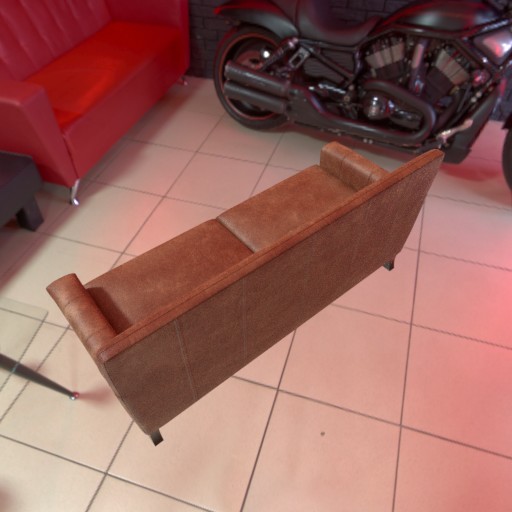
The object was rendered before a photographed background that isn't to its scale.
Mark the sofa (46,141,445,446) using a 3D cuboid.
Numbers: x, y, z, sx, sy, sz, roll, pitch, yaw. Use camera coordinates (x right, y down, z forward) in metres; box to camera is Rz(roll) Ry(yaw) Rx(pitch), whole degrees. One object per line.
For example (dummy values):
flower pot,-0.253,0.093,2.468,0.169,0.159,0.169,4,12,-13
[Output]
sofa,0.000,0.000,2.516,2.053,0.947,0.805,-31,54,-26
